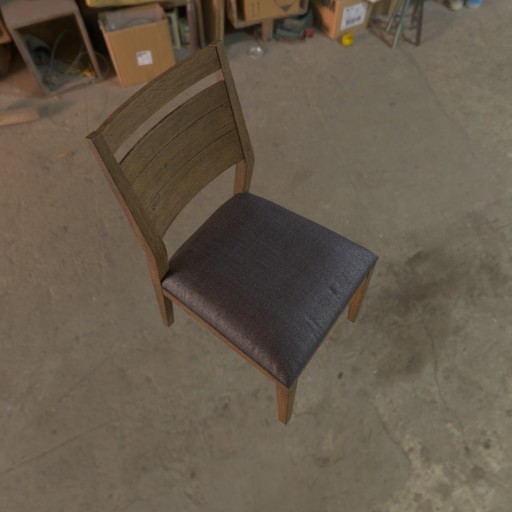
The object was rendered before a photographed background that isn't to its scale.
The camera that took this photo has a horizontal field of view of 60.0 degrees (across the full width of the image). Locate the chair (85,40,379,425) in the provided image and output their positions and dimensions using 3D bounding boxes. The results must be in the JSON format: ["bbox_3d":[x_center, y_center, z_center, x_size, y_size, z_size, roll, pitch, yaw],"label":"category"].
[{"bbox_3d":[0.000,0.000,1.299,0.610,0.939,0.501,32,63,18],"label":"chair"}]
